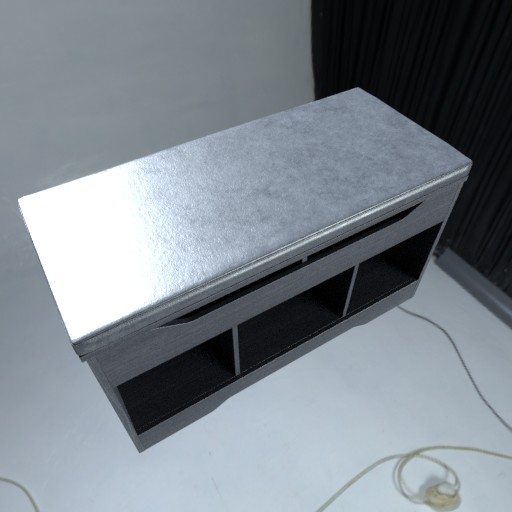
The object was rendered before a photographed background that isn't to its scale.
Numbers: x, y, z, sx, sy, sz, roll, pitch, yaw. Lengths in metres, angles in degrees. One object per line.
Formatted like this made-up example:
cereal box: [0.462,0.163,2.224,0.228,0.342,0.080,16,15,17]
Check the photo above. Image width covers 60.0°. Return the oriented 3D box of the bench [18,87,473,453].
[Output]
bench: [0.000,0.000,1.128,0.905,0.501,0.401,-24,52,-20]
